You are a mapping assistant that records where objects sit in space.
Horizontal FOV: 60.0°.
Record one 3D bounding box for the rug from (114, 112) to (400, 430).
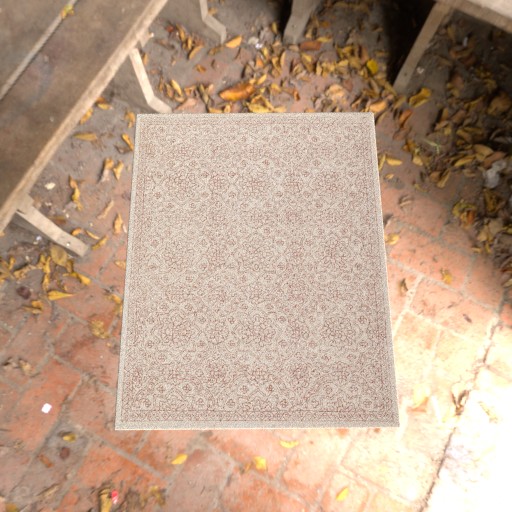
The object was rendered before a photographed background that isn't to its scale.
[{"bbox_3d":[0.000,0.000,4.173,2.441,0.015,3.050,0,75,0],"label":"rug"}]
